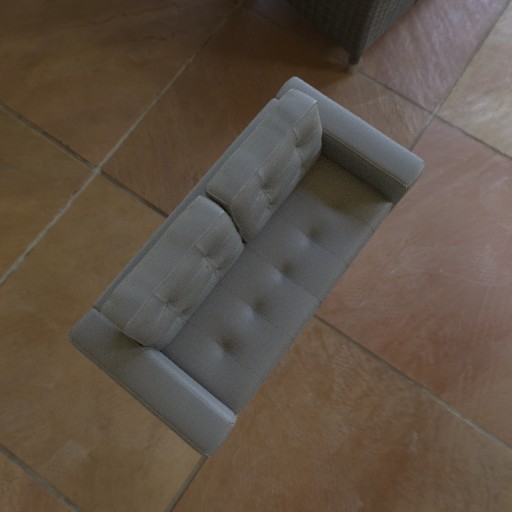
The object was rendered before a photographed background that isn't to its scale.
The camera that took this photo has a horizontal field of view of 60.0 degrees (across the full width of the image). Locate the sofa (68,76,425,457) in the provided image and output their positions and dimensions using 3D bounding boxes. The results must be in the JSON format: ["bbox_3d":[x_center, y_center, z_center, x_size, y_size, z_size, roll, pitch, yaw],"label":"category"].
[{"bbox_3d":[0.000,0.000,2.233,0.833,0.893,1.726,37,78,9],"label":"sofa"}]
